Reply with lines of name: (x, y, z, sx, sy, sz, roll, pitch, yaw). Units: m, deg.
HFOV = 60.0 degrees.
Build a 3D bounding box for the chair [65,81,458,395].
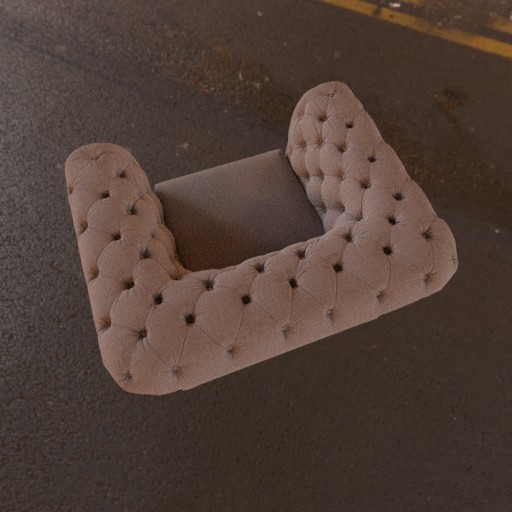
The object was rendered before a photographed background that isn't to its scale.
chair: (0.000, 0.000, 1.859, 1.270, 0.770, 0.976, -18, 61, -10)
